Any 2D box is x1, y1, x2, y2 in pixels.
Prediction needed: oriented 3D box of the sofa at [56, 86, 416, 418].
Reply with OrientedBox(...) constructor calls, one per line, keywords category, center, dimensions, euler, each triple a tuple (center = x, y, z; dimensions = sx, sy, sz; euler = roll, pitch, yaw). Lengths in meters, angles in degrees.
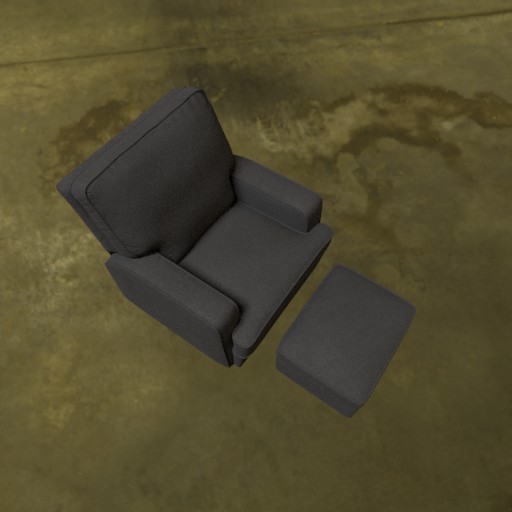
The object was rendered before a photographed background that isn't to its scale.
OrientedBox(category="sofa", center=(0.000, 0.000, 2.036), dimensions=(1.472, 0.959, 0.861), euler=(31, 63, 17))
